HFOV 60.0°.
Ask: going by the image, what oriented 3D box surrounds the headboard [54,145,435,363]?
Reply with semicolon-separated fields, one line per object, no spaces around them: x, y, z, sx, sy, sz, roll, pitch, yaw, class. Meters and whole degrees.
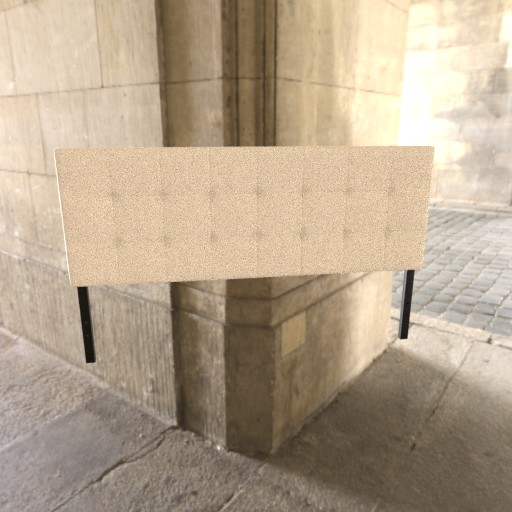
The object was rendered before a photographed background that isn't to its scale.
0.000;0.000;2.940;2.362;1.410;0.120;-2;16;-9;headboard
